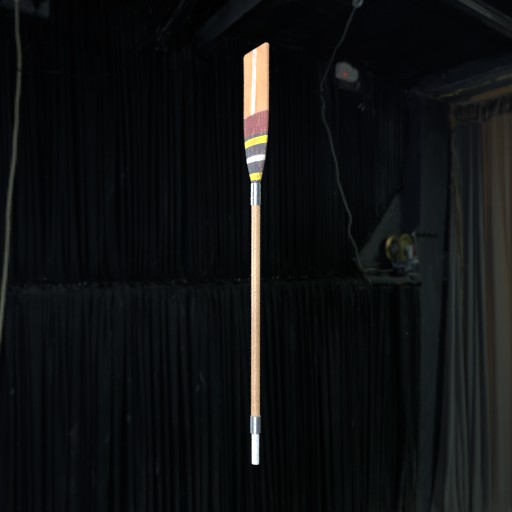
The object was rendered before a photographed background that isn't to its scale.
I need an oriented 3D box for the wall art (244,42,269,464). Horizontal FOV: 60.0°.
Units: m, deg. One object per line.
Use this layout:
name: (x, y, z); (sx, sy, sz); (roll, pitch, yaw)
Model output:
wall art: (0.000, 0.000, 1.661); (0.038, 1.556, 0.146); (0, -1, -37)
